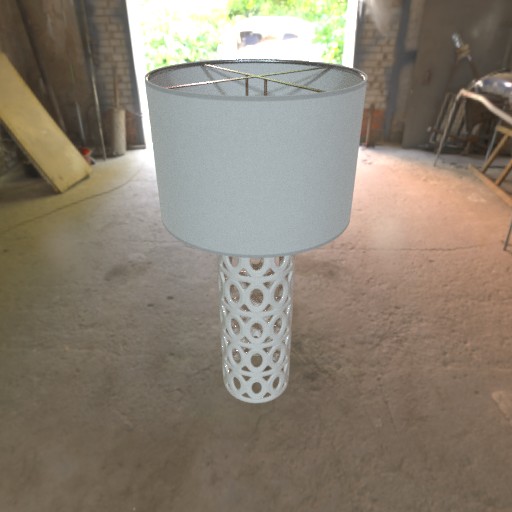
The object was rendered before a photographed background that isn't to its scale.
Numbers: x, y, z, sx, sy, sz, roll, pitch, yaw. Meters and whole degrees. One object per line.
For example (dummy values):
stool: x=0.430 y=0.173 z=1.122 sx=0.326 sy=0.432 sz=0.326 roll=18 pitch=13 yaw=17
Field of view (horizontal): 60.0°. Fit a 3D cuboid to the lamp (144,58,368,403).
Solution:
lamp: x=0.000 y=0.000 z=0.824 sx=0.324 sy=0.636 sz=0.325 roll=-21 pitch=37 yaw=-31
